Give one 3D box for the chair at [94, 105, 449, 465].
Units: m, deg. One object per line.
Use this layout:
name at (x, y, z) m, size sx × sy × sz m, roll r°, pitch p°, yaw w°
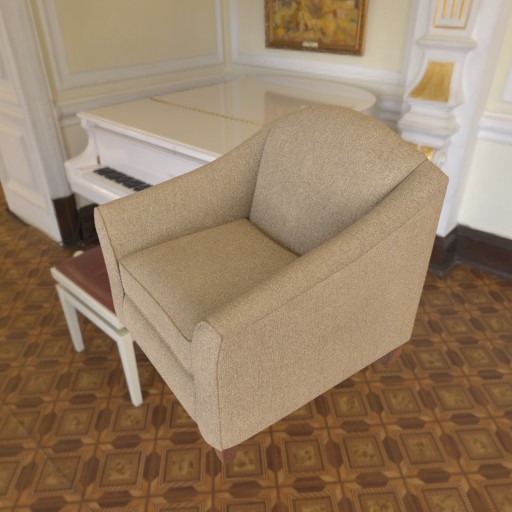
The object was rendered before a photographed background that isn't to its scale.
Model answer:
chair at (0.000, 0.000, 1.429) m, size 0.787 × 0.839 × 0.763 m, roll -21°, pitch 37°, yaw -30°
